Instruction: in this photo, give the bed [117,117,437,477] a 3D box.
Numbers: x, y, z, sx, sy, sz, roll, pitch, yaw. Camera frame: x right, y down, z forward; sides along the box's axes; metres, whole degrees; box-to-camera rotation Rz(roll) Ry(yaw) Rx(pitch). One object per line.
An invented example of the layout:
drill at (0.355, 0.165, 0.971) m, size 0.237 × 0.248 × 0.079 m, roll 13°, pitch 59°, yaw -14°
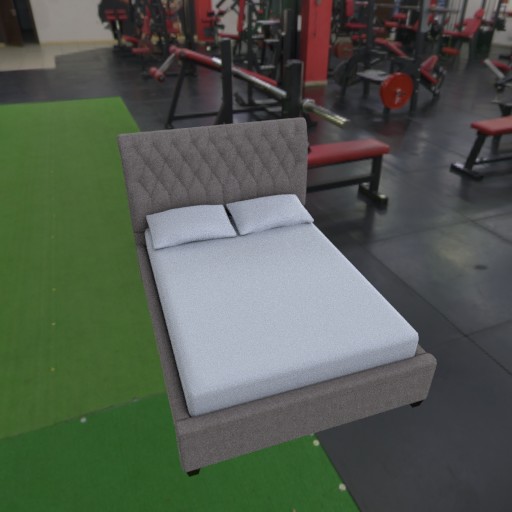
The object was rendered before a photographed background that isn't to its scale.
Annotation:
bed at (0.000, 0.000, 3.290) m, size 1.645 × 1.371 × 2.252 m, roll -10°, pitch 33°, yaw -16°
